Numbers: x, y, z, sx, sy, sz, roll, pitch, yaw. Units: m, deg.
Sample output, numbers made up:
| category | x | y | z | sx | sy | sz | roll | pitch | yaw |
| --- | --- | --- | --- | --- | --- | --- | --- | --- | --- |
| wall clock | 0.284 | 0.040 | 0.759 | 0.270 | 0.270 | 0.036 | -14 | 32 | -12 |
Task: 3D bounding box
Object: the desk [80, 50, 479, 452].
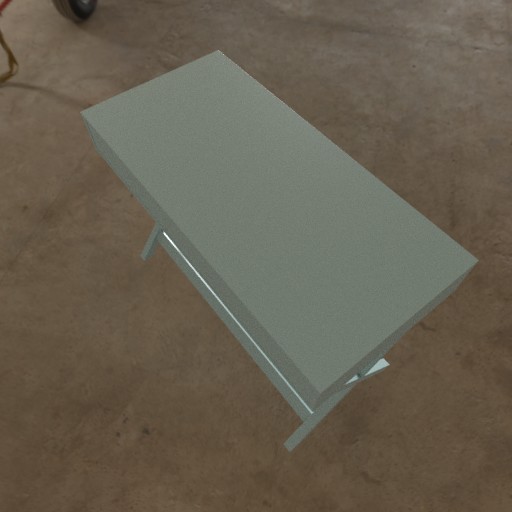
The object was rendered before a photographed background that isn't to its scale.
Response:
| category | x | y | z | sx | sy | sz | roll | pitch | yaw |
| --- | --- | --- | --- | --- | --- | --- | --- | --- | --- |
| desk | 0.000 | 0.000 | 1.510 | 0.509 | 0.780 | 1.059 | -33 | 63 | -19 |
